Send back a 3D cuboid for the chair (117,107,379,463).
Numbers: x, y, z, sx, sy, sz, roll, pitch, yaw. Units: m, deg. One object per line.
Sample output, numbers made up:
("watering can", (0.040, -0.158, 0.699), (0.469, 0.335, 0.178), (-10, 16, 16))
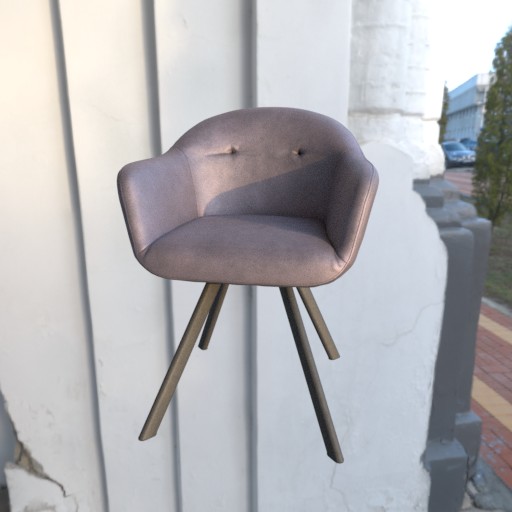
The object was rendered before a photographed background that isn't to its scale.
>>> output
("chair", (0.000, 0.000, 1.169), (0.567, 0.781, 0.544), (2, 15, 9))
